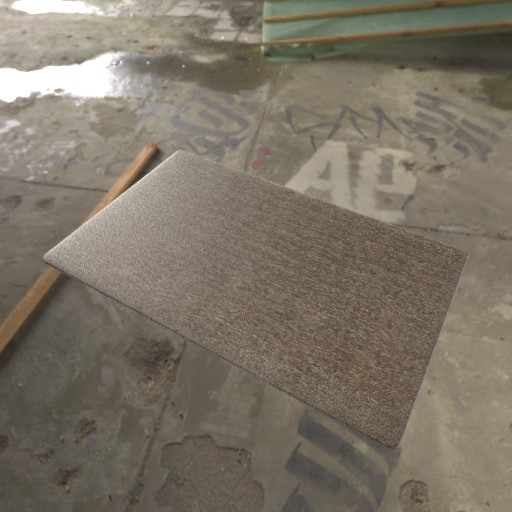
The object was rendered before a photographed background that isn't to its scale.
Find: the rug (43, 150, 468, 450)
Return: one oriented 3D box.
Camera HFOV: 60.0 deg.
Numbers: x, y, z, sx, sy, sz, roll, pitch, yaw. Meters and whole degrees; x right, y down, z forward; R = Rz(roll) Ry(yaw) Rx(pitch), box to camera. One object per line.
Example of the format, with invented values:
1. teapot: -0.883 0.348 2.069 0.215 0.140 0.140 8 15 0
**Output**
1. rug: 0.000 0.000 2.991 2.469 0.024 1.539 23 51 21
